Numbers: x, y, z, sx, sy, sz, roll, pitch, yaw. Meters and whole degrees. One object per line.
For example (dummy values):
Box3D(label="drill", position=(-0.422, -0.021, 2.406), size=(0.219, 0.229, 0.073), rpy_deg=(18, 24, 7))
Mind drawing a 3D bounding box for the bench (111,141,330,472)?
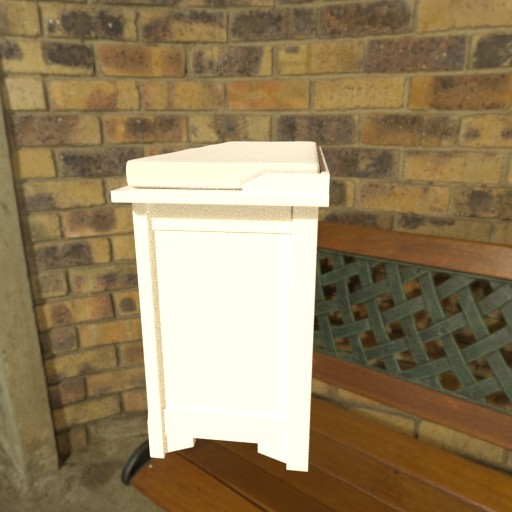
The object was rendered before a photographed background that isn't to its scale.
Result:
Box3D(label="bench", position=(0.000, 0.000, 1.229), size=(0.346, 0.589, 0.987), rpy_deg=(2, 16, 7))
